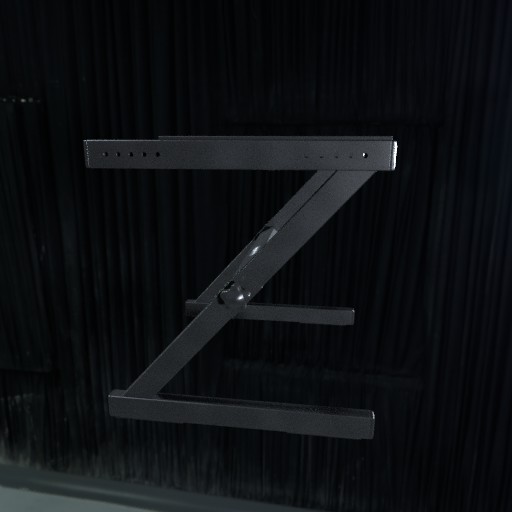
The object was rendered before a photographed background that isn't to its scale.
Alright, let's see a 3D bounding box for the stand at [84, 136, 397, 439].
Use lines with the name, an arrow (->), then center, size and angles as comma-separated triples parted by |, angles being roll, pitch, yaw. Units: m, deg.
stand -> 0.000, 0.000, 1.187 | 0.586, 0.617, 0.700 | 2, 15, 8
